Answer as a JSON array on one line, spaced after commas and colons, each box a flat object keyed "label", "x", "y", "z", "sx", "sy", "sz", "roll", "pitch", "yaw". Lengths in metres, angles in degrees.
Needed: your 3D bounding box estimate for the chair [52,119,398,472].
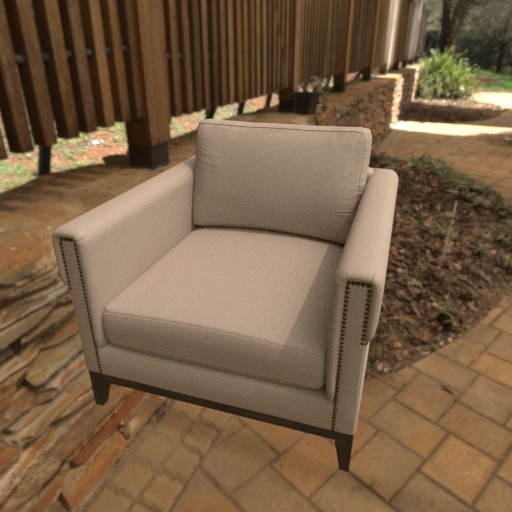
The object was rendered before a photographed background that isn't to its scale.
[{"label": "chair", "x": 0.000, "y": 0.000, "z": 1.618, "sx": 0.914, "sy": 0.838, "sz": 0.959, "roll": 8, "pitch": 27, "yaw": 16}]
